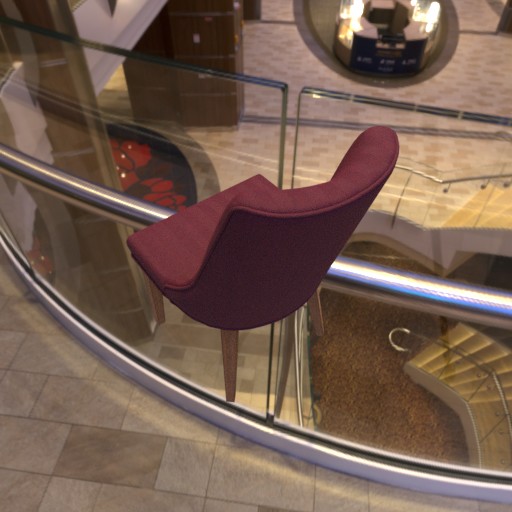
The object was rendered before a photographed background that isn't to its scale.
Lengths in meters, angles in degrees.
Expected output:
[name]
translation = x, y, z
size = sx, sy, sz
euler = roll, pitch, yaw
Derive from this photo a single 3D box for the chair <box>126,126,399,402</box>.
[chair]
translation = 0.000, 0.000, 1.323
size = 0.548, 0.916, 0.638
euler = -30, 54, -25
